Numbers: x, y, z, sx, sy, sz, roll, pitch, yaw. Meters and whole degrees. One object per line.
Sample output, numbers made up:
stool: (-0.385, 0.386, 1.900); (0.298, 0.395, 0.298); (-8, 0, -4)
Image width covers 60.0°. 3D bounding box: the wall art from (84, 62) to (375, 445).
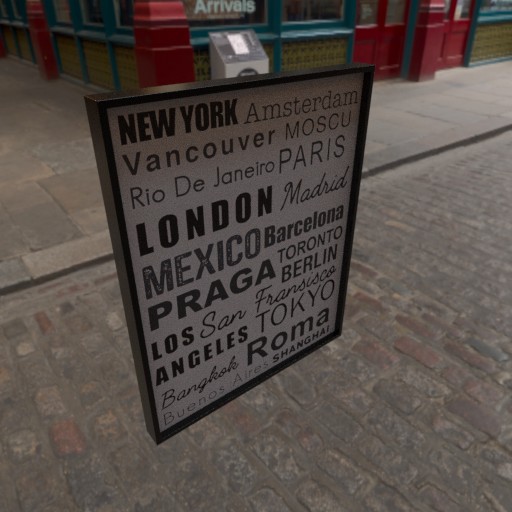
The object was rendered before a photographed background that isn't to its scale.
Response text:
wall art: (0.000, 0.000, 0.728); (0.448, 0.551, 0.038); (-22, 37, -32)
